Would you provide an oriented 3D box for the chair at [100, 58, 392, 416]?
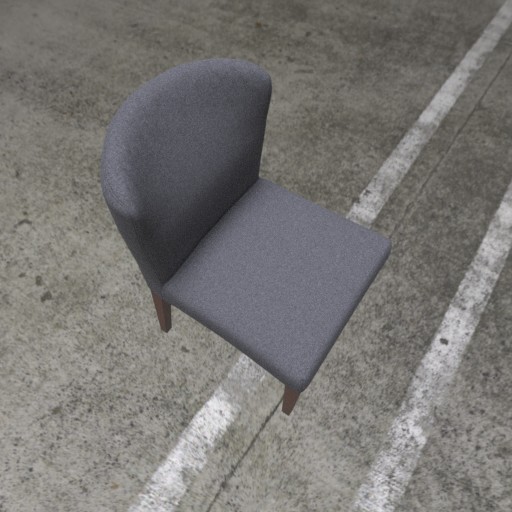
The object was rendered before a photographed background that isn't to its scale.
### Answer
[{"bbox_3d":[0.000,0.000,1.193,0.592,0.839,0.491,30,64,17],"label":"chair"}]
